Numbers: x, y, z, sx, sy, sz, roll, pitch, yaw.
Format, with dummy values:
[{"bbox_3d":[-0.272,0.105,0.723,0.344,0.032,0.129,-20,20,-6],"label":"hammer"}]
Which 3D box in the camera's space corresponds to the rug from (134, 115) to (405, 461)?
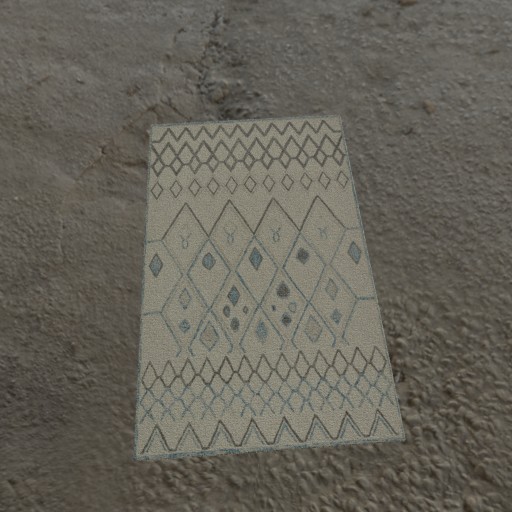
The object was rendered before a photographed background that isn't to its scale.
[{"bbox_3d":[0.000,0.000,3.013,1.524,0.015,2.439,-3,64,-2],"label":"rug"}]
